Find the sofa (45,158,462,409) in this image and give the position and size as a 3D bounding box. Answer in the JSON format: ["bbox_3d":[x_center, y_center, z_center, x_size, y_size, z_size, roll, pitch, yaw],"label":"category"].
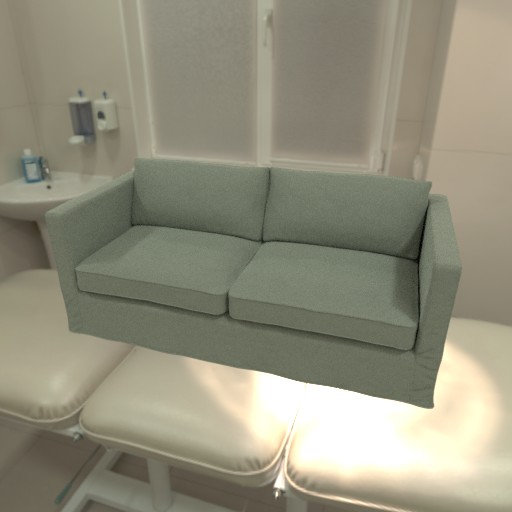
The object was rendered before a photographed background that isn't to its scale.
[{"bbox_3d":[0.000,0.000,2.474,1.987,0.870,0.940,8,28,16],"label":"sofa"}]
